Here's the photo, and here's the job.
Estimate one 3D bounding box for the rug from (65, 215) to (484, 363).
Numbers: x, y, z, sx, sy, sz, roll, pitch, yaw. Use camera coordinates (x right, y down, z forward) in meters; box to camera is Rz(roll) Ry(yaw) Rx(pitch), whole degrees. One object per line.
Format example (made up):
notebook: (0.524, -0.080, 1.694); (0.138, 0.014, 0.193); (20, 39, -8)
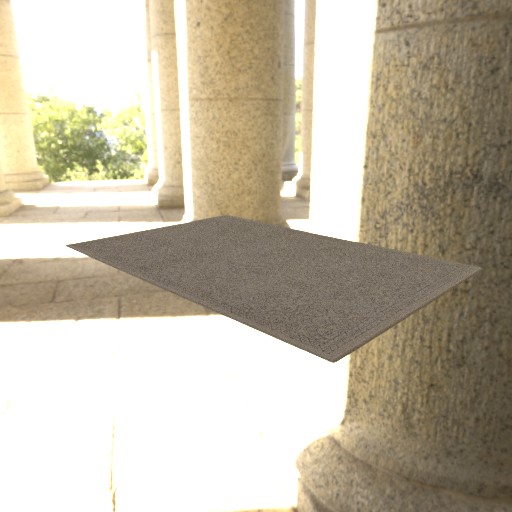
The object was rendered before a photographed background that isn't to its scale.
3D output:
rug: (0.000, 0.000, 2.868); (2.286, 0.011, 1.524); (16, 23, 42)
